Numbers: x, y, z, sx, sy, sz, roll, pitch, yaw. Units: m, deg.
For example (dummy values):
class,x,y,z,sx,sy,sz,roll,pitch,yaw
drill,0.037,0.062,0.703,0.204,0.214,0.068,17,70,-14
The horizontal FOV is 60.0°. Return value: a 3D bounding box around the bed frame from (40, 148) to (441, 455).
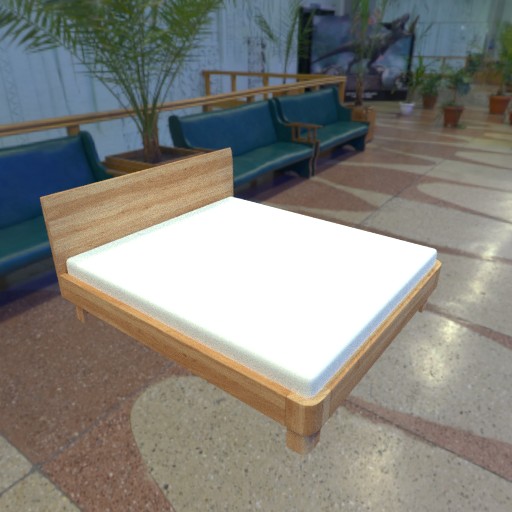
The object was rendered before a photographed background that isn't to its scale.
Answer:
class,x,y,z,sx,sy,sz,roll,pitch,yaw
bed frame,0.000,0.000,3.161,2.092,0.940,1.872,19,32,33
